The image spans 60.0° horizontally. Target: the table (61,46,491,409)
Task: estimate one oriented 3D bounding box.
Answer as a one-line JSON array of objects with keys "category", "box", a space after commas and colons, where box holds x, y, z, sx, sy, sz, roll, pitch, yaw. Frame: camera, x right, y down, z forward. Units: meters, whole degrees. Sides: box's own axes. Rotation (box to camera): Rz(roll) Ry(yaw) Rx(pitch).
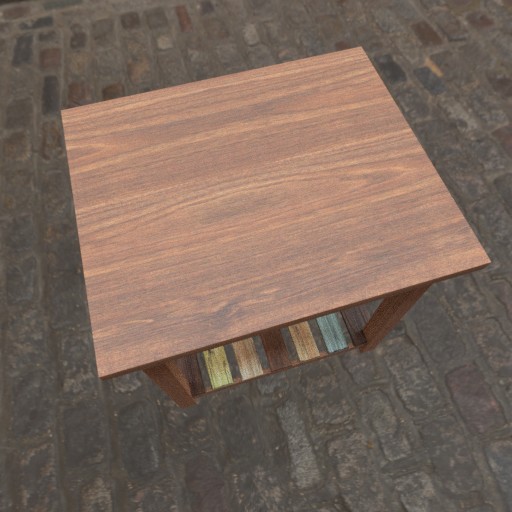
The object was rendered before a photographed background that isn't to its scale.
[{"category": "table", "box": [0.000, 0.000, 1.108, 0.660, 0.635, 0.559, -15, 64, -8]}]
